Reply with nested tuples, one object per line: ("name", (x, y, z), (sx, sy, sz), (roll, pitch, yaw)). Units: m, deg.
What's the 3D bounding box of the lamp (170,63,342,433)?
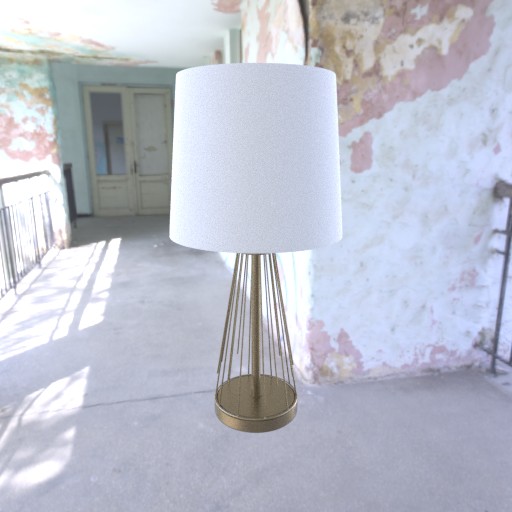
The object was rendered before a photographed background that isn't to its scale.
("lamp", (0.000, 0.000, 0.802), (0.303, 0.618, 0.303), (0, 14, 0))
